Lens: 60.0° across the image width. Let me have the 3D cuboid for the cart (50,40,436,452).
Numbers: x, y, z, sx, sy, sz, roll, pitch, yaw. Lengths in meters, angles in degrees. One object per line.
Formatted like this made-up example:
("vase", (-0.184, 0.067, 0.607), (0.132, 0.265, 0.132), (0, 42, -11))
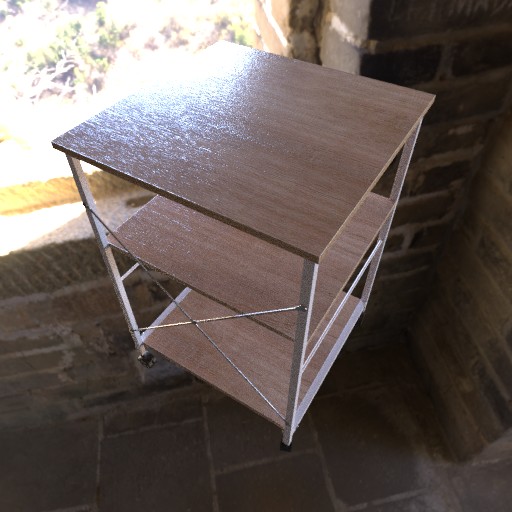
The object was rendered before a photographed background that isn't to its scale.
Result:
("cart", (0.000, 0.000, 1.105), (0.521, 0.762, 0.520), (24, 52, 21))
